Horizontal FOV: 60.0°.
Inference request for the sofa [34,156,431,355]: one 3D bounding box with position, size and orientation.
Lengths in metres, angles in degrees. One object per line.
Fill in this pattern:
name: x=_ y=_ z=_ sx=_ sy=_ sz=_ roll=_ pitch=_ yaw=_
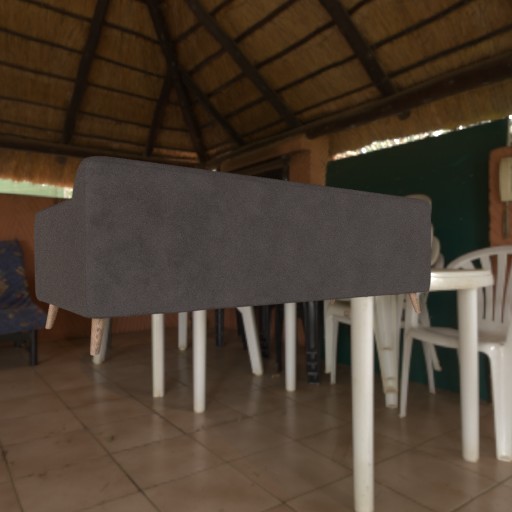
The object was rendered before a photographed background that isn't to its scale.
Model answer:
sofa: x=0.000 y=0.000 z=2.576 sx=2.190 sy=0.740 sz=0.900 roll=0 pitch=0 yaw=-37
